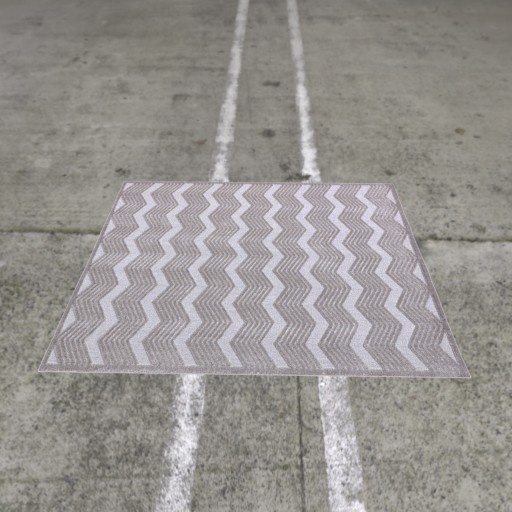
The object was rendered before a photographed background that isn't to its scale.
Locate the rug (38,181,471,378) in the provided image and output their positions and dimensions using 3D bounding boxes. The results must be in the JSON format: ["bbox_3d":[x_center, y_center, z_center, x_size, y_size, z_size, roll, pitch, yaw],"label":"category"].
[{"bbox_3d":[0.000,0.000,3.835,2.880,0.005,2.391,1,41,1],"label":"rug"}]
